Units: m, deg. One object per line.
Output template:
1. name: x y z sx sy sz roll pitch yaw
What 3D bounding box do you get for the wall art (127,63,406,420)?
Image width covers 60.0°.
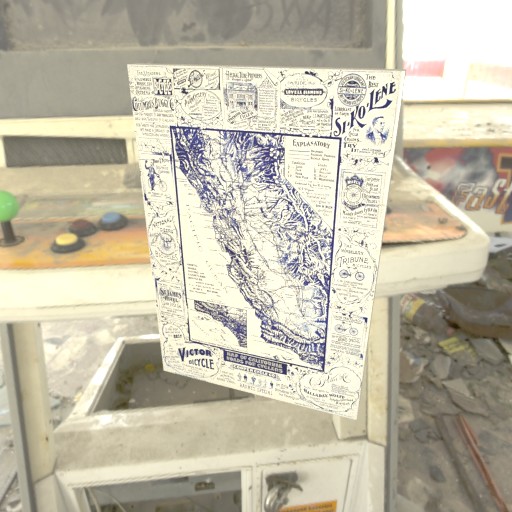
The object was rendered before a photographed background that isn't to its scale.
1. wall art: 0.000 0.000 0.956 0.511 0.753 0.039 9 28 18
